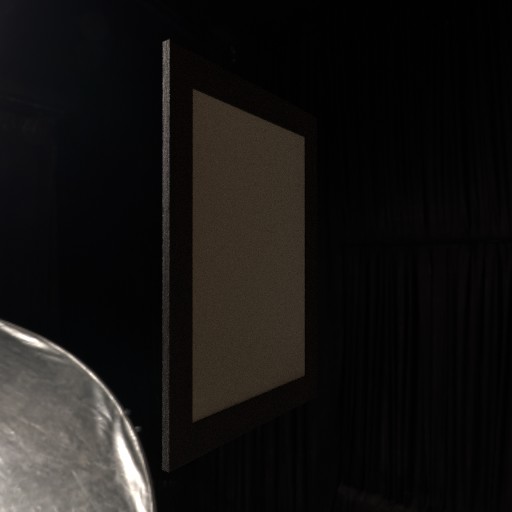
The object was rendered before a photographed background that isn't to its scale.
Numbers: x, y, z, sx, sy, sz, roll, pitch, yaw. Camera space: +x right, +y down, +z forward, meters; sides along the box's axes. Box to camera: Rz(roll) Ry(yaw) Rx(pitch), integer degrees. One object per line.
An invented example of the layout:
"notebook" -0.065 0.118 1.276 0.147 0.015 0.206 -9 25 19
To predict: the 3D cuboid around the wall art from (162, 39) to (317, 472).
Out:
"wall art" 0.000 0.000 0.667 0.013 0.508 0.359 0 0 36
